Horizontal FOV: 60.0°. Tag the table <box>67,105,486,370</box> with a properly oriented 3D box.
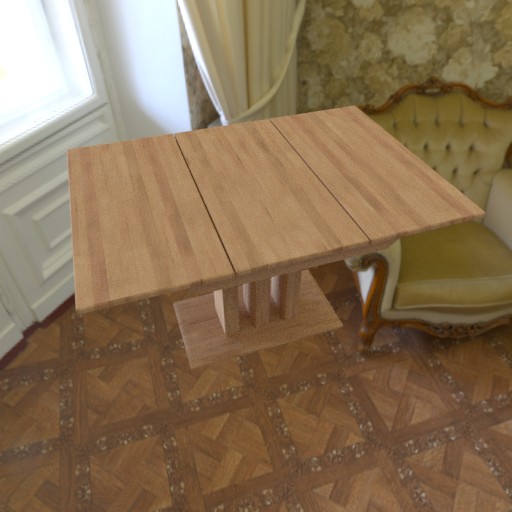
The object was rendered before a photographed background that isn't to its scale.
[{"bbox_3d":[0.000,0.000,1.880,1.300,0.770,0.900,-13,44,-14],"label":"table"}]
